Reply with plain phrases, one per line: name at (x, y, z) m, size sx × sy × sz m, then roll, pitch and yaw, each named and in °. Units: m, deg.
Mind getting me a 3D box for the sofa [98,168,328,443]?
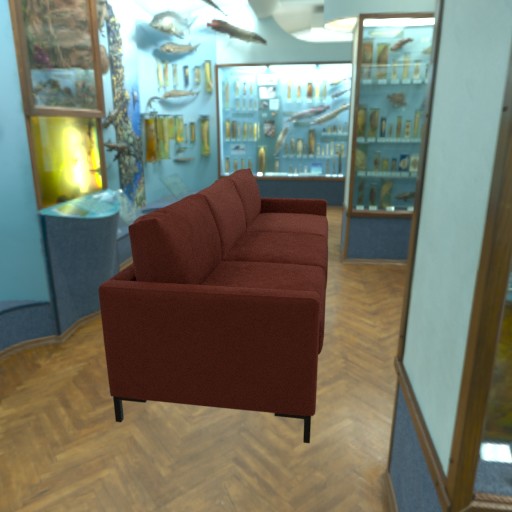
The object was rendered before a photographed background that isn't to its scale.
sofa at (0.000, 0.000, 2.725) m, size 0.875 × 0.879 × 2.252 m, roll 3°, pitch 17°, yaw 9°
